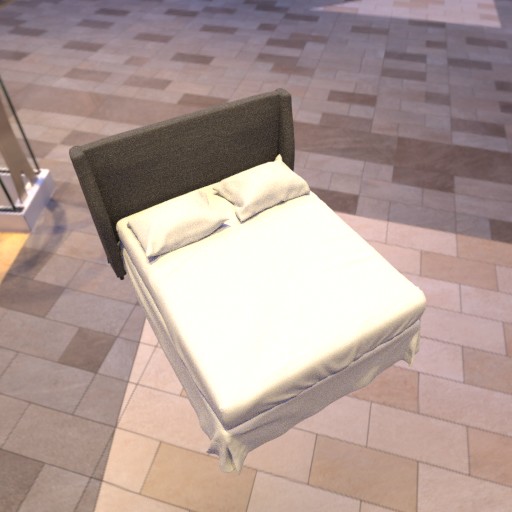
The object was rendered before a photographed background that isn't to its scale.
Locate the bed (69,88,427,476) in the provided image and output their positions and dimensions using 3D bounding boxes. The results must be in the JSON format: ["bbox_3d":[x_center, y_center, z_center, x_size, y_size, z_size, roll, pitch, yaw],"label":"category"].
[{"bbox_3d":[0.000,0.000,3.412,1.925,1.332,2.276,-23,51,-21],"label":"bed"}]
